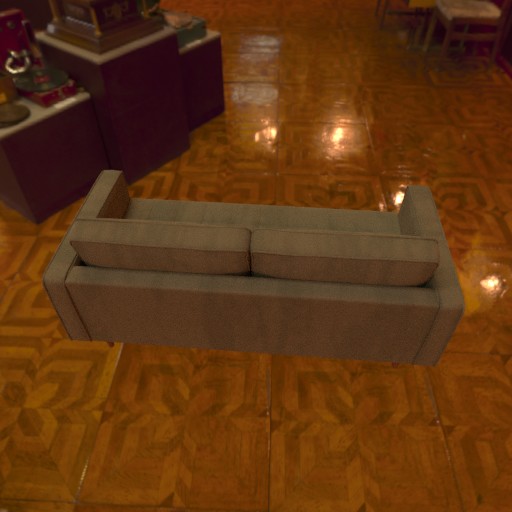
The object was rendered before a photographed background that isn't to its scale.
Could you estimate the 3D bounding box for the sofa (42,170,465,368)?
[{"bbox_3d":[0.000,0.000,2.410,1.920,0.825,0.924,3,46,3],"label":"sofa"}]
